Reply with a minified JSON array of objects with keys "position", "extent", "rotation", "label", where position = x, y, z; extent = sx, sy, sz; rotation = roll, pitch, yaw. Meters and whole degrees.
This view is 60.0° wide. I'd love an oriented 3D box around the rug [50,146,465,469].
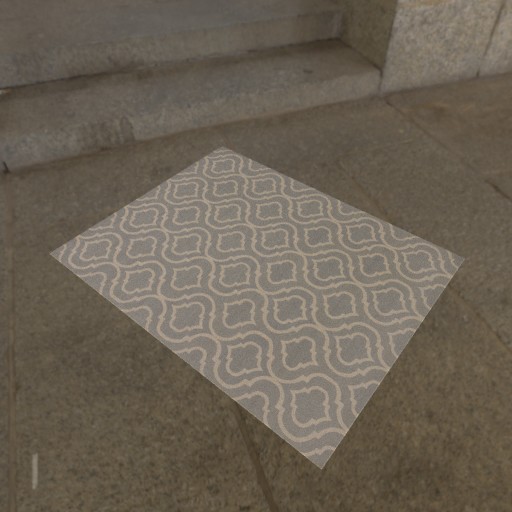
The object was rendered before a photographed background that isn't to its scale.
[{"position":[0.000,0.000,3.936],"extent":[2.892,0.006,2.283],"rotation":[30,53,26],"label":"rug"}]
